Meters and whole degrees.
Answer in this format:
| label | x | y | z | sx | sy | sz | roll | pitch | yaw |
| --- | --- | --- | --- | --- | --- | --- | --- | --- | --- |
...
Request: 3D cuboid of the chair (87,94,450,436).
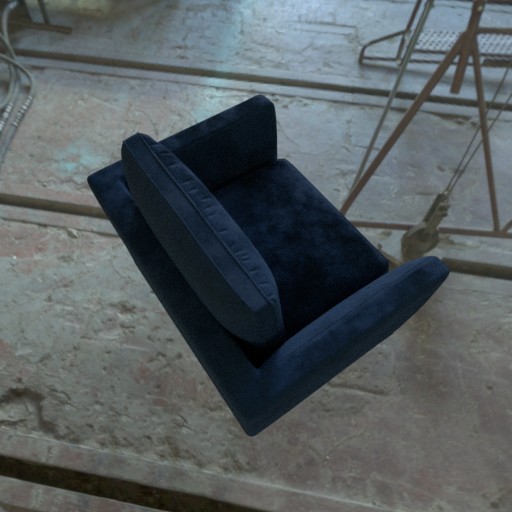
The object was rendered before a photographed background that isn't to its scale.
| label | x | y | z | sx | sy | sz | roll | pitch | yaw |
| --- | --- | --- | --- | --- | --- | --- | --- | --- | --- |
| chair | 0.000 | 0.000 | 1.588 | 0.746 | 0.893 | 0.977 | -31 | 64 | -17 |
